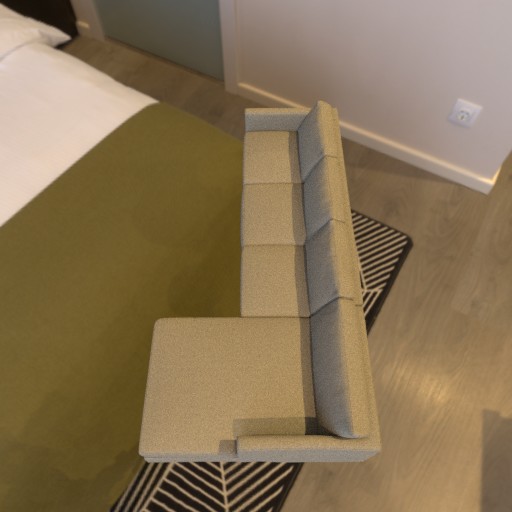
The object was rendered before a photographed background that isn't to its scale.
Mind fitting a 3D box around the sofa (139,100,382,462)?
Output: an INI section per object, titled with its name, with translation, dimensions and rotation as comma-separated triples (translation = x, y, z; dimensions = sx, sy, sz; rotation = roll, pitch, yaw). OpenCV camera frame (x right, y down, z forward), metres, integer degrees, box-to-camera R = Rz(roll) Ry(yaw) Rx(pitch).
[sofa]
translation = 0.000, 0.000, 3.823
dimensions = 1.625, 0.861, 3.186
rotation = 0, 59, 0
